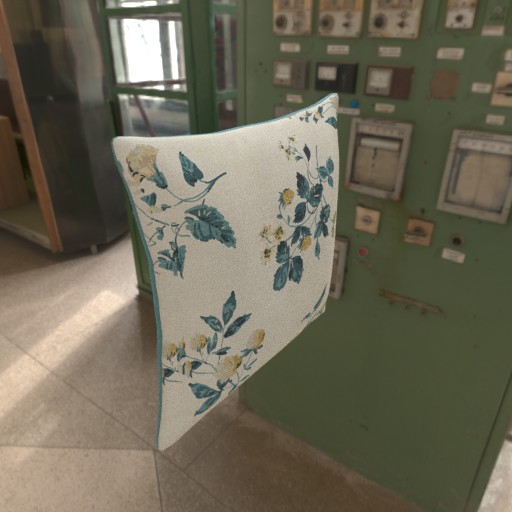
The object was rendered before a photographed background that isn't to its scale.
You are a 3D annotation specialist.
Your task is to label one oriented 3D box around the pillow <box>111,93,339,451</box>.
[{"bbox_3d":[0.000,0.000,0.798,0.166,0.507,0.526,20,33,33],"label":"pillow"}]
